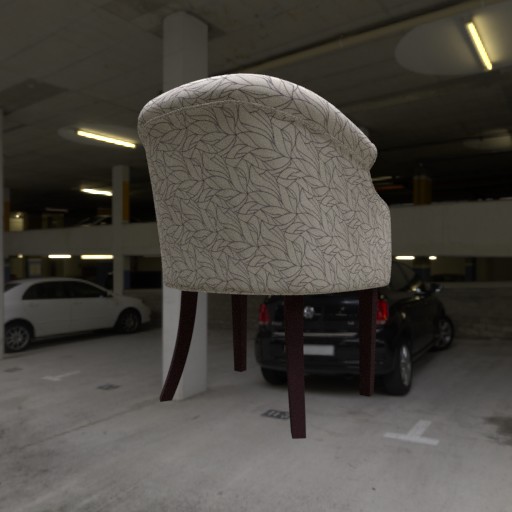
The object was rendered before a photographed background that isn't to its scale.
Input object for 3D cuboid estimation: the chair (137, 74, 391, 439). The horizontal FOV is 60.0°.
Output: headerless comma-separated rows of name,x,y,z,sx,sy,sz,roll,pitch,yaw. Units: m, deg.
chair,0.000,0.000,1.309,0.686,0.858,0.613,0,0,35
